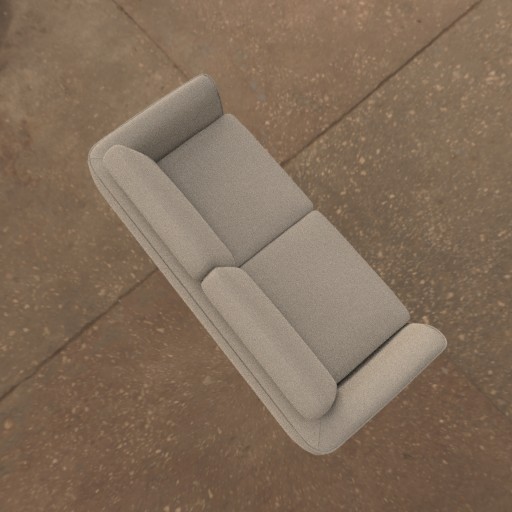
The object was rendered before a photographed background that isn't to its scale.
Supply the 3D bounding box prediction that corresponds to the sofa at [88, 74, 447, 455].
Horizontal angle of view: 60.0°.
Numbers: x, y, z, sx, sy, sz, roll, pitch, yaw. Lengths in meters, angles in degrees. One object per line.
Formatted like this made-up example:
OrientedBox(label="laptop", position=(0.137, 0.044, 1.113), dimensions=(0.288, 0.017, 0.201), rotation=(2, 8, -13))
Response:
OrientedBox(label="sofa", position=(0.000, 0.000, 2.459), dimensions=(0.920, 0.850, 2.000), rotation=(-38, 79, -9))
